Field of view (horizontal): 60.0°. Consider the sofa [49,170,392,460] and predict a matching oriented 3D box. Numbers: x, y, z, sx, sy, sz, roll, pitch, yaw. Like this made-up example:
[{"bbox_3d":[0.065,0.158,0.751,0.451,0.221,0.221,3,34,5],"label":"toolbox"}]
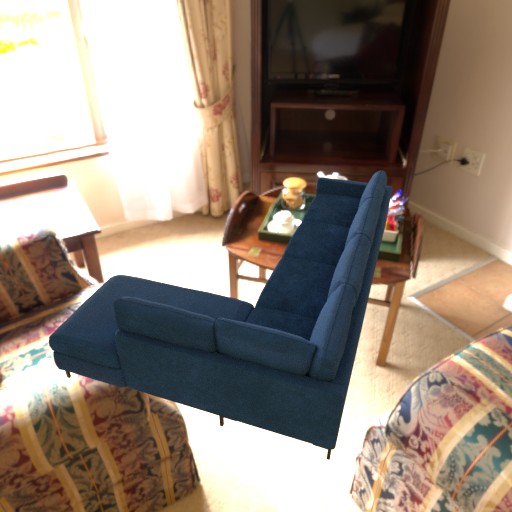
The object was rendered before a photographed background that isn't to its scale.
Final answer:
[{"bbox_3d":[0.000,0.000,3.287,1.707,0.687,2.486,11,35,16],"label":"sofa"}]
